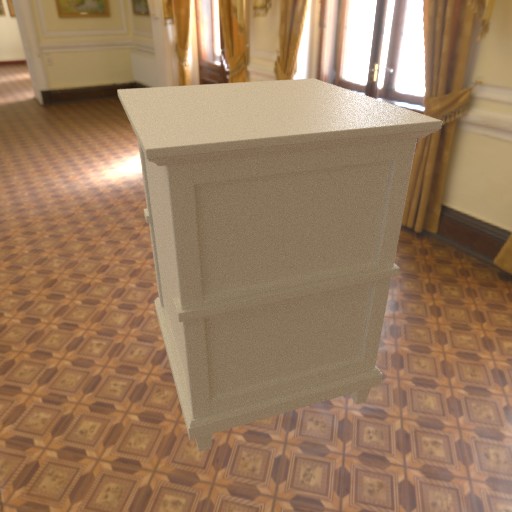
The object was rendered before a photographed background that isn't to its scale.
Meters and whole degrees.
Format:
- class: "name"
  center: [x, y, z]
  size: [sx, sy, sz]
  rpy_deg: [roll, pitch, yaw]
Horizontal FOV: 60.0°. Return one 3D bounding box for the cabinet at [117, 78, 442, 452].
- class: "cabinet"
  center: [0.000, 0.000, 1.164]
  size: [0.547, 0.775, 0.544]
  rpy_deg: [-10, 32, -17]
